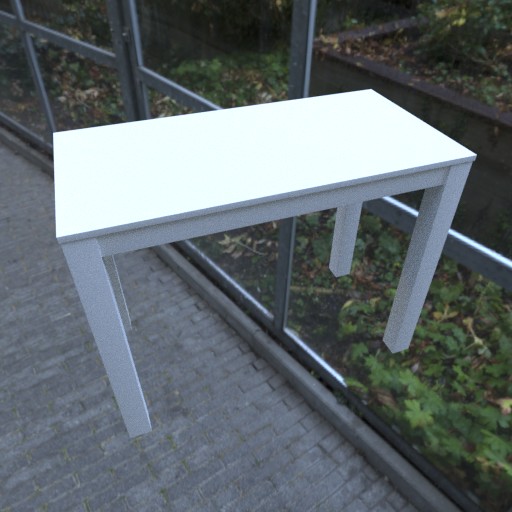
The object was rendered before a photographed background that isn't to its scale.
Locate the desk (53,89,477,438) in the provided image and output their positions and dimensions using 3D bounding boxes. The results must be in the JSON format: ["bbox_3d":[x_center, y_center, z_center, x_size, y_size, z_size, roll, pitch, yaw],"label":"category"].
[{"bbox_3d":[0.000,0.000,1.397,0.990,0.762,0.497,-13,42,-15],"label":"desk"}]
